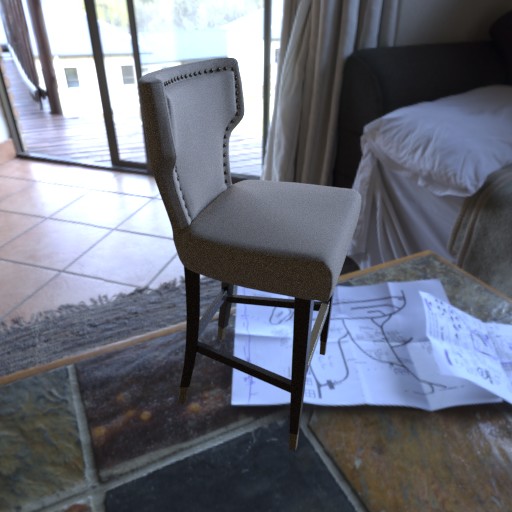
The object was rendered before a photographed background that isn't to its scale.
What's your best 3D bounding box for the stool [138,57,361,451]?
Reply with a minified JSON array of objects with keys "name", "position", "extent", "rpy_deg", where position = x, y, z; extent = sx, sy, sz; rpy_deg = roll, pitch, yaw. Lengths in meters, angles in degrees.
[{"name":"stool","position":[0.000,0.000,1.393],"extent":[0.563,1.092,0.526],"rpy_deg":[10,32,16]}]
